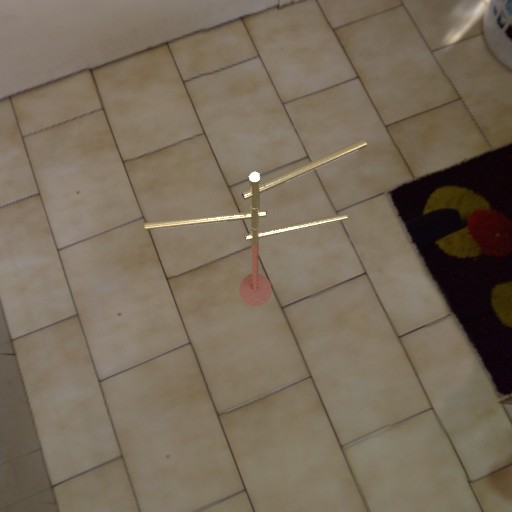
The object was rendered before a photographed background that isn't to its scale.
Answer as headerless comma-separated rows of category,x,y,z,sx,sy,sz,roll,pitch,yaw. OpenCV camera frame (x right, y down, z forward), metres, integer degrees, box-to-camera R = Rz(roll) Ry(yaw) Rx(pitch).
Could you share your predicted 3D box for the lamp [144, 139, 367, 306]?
lamp,0.000,0.000,2.041,0.737,1.704,0.209,-20,76,-5
